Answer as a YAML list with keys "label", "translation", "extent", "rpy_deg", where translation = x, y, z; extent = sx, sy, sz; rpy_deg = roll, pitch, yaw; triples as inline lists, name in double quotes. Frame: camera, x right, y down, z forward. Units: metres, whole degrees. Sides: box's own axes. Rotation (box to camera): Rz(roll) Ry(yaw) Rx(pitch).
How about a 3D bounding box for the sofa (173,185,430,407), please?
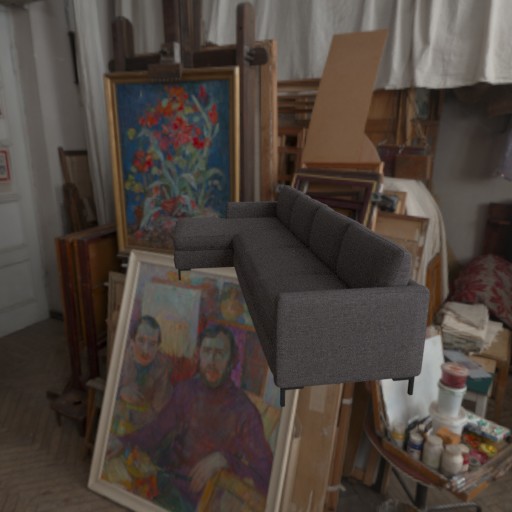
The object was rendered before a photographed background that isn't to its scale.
- label: "sofa"
  translation: [0.000, 0.000, 3.297]
  extent: [1.258, 0.754, 2.731]
  rpy_deg: [-2, 16, -8]
